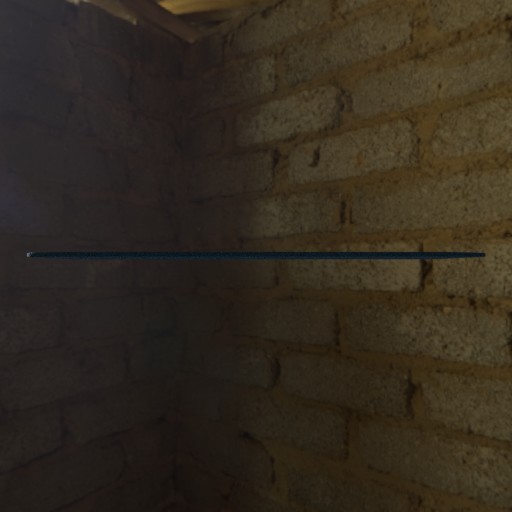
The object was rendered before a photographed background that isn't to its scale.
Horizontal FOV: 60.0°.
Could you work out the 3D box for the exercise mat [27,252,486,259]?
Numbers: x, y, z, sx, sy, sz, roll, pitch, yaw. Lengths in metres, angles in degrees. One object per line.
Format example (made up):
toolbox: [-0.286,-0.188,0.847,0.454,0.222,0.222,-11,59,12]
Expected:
exercise mat: [0.000,0.000,2.058,1.869,0.021,0.616,0,-1,0]
